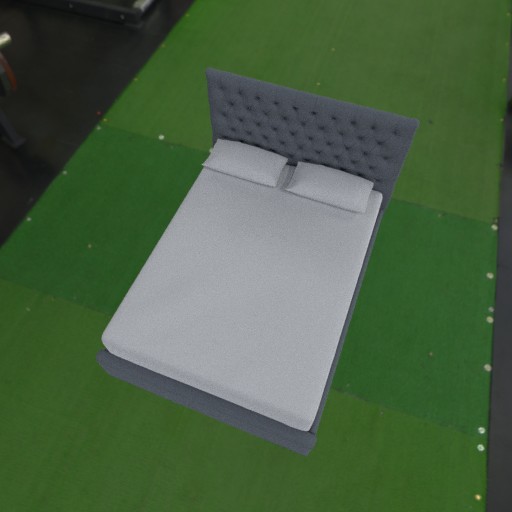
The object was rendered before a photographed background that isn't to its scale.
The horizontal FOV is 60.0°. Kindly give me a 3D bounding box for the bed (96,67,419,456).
[{"bbox_3d":[0.000,0.000,3.403,1.698,1.427,2.231,18,60,11],"label":"bed"}]
